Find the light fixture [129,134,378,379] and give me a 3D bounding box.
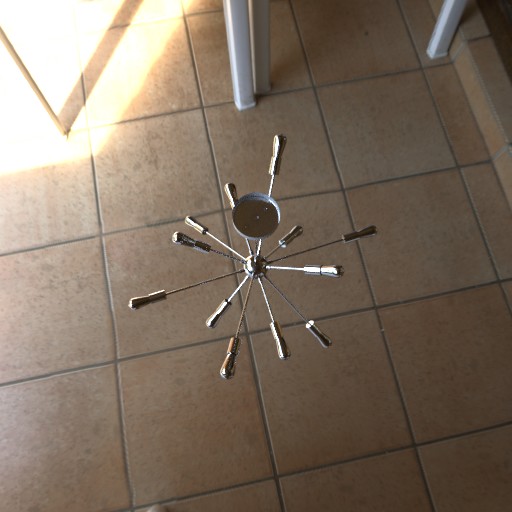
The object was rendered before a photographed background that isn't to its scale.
[{"bbox_3d":[0.000,0.000,1.063,0.684,0.558,0.509,-17,75,-5],"label":"light fixture"}]
